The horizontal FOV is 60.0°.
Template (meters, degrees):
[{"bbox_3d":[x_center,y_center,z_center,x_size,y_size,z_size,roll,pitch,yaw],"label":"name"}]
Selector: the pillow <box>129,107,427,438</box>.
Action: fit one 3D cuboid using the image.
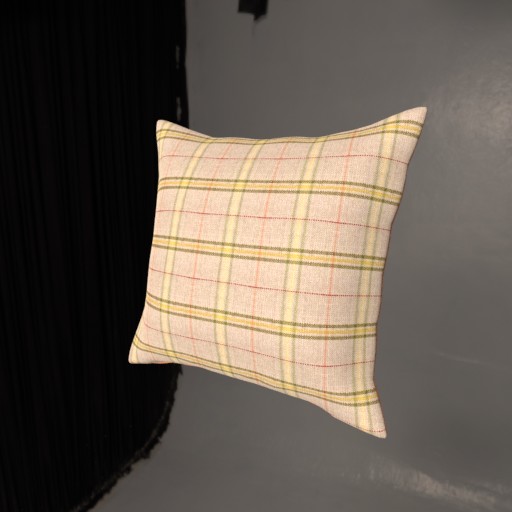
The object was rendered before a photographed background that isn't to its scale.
[{"bbox_3d":[0.000,0.000,0.687,0.453,0.430,0.200,7,14,27],"label":"pillow"}]
